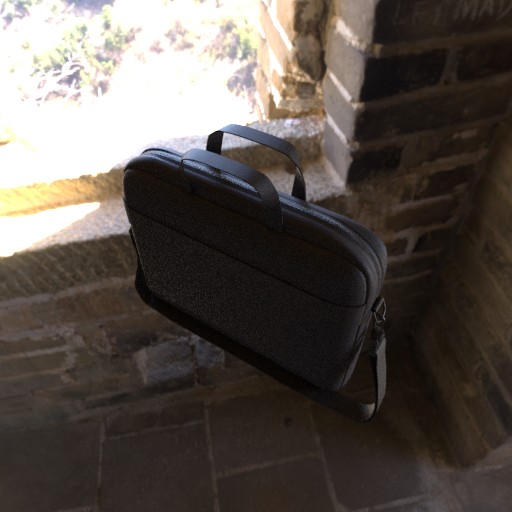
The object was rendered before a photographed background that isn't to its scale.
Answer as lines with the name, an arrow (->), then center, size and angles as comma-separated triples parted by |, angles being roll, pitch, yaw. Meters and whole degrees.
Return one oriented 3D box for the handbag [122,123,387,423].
handbag -> 0.000, 0.000, 0.584 | 0.429, 0.330, 0.126 | 25, 51, 22
